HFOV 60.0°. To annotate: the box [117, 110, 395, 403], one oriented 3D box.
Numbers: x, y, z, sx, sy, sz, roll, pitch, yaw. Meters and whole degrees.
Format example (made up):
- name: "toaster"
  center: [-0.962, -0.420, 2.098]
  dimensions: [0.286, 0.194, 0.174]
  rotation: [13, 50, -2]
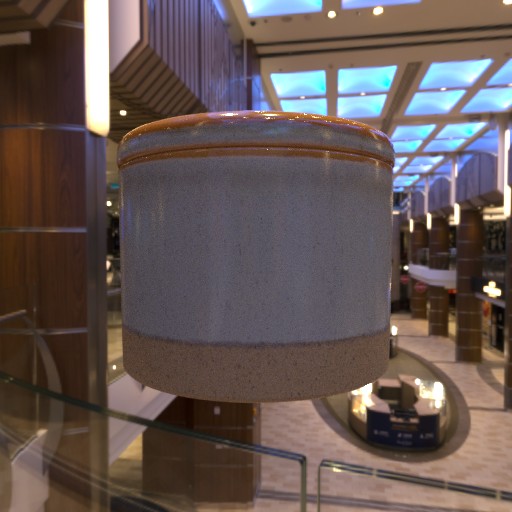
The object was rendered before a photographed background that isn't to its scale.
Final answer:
- name: "box"
  center: [0.000, 0.000, 0.206]
  dimensions: [0.123, 0.100, 0.123]
  rotation: [0, 1, 0]
